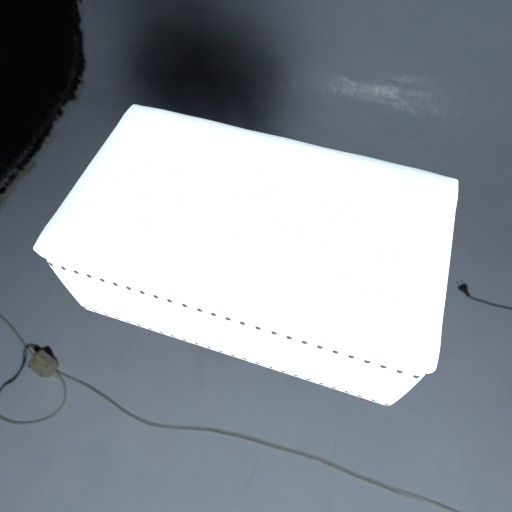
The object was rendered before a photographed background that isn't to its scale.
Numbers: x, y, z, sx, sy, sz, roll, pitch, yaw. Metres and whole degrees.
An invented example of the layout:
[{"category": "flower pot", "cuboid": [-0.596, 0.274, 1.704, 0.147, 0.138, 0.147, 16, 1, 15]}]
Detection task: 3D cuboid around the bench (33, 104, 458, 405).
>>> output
[{"category": "bench", "cuboid": [0.000, 0.000, 1.197, 0.887, 0.449, 0.500, 16, 60, 9]}]
